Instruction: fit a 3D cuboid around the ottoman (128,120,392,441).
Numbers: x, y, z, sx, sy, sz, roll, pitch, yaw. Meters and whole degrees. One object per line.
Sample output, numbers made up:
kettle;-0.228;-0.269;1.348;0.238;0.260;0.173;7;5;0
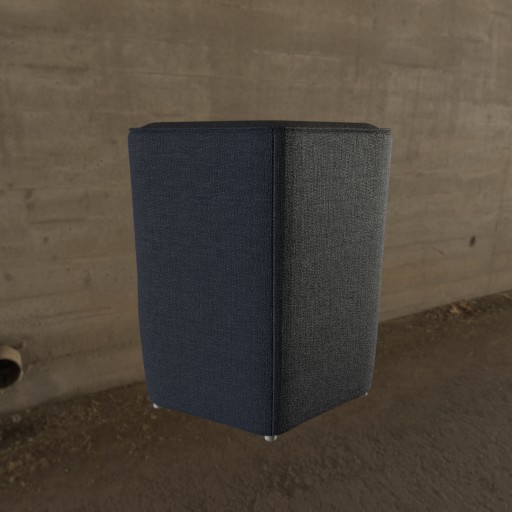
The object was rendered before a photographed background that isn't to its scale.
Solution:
ottoman;0.000;0.000;0.886;0.492;0.505;0.454;8;17;27
